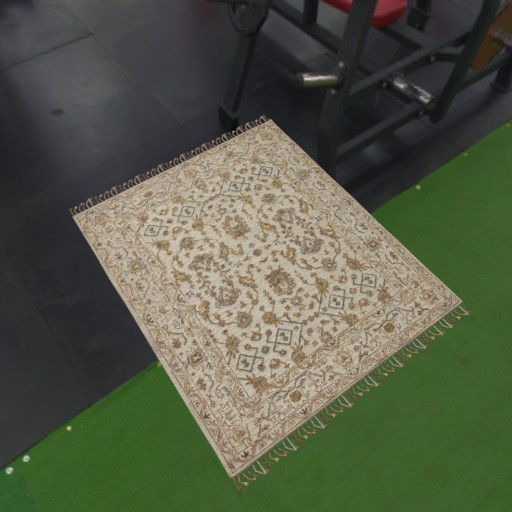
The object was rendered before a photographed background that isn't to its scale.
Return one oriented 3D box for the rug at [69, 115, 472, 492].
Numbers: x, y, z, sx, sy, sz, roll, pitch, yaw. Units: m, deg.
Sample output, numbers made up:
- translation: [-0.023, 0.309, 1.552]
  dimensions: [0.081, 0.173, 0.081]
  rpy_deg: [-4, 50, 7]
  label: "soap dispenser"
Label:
- translation: [0.000, 0.000, 4.098]
  dimensions: [2.426, 0.034, 3.061]
  rpy_deg: [-31, 63, -18]
  label: "rug"
